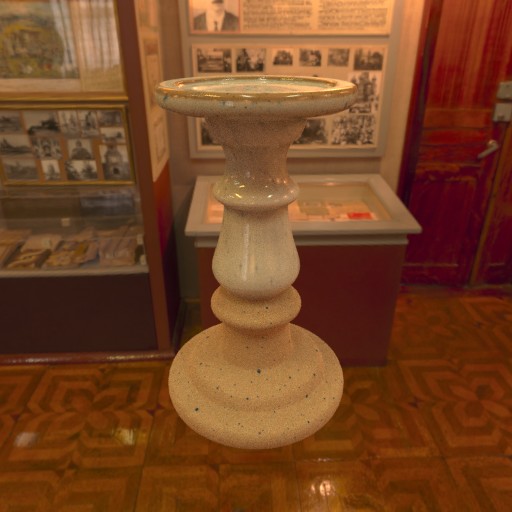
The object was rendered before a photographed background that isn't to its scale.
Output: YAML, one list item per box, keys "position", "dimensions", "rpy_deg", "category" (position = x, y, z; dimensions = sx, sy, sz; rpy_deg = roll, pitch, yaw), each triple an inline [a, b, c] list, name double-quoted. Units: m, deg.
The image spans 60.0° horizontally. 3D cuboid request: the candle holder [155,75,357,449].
- position: [0.000, 0.000, 0.275]
  dimensions: [0.123, 0.202, 0.123]
  rpy_deg: [0, 26, 0]
  category: "candle holder"
